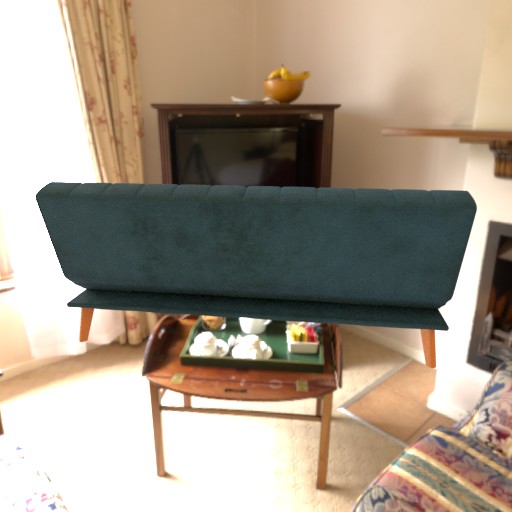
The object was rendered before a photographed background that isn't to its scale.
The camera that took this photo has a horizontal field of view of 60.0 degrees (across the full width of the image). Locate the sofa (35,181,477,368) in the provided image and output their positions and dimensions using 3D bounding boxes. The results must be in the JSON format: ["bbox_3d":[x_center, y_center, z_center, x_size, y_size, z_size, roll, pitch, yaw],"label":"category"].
[{"bbox_3d":[0.000,0.000,2.295,1.804,0.813,0.855,2,18,8],"label":"sofa"}]
